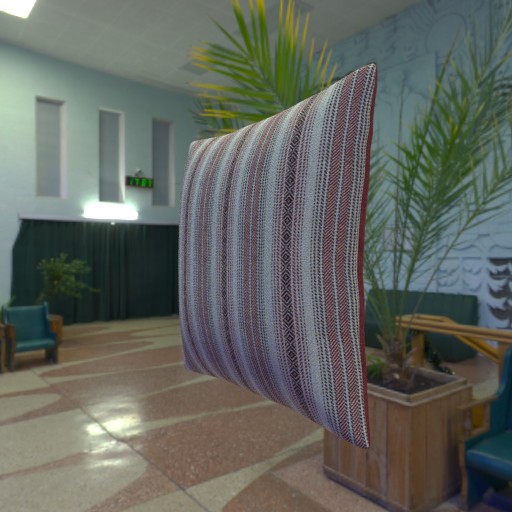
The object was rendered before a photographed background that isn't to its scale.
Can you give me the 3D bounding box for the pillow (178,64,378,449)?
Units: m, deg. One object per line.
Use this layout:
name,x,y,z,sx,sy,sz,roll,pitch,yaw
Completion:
pillow,0.000,0.000,0.774,0.166,0.497,0.513,0,0,-36
